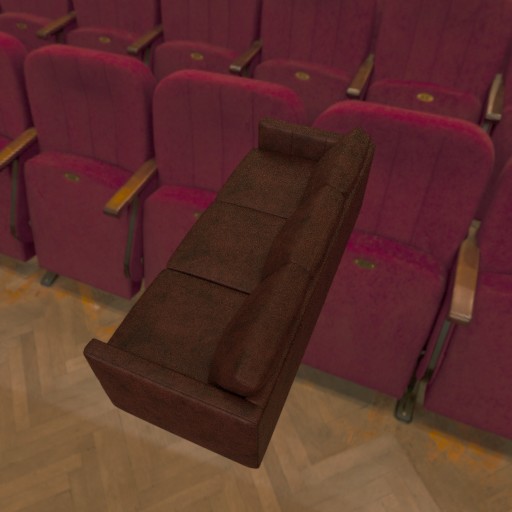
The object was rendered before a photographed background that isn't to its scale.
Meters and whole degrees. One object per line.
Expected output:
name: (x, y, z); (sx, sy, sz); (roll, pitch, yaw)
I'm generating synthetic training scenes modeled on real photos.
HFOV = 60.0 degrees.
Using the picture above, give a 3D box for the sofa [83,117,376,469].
sofa: (0.000, 0.000, 3.108); (1.045, 1.006, 2.464); (17, 50, 15)
